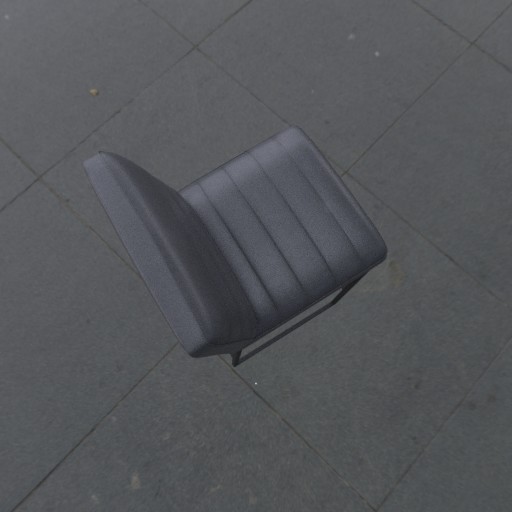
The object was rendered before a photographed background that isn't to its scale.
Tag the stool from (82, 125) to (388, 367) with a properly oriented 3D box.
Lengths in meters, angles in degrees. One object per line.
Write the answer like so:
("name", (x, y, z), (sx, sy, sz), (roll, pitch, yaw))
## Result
("stool", (0.000, 0.000, 1.338), (0.552, 1.040, 0.457), (-31, 76, -8))
